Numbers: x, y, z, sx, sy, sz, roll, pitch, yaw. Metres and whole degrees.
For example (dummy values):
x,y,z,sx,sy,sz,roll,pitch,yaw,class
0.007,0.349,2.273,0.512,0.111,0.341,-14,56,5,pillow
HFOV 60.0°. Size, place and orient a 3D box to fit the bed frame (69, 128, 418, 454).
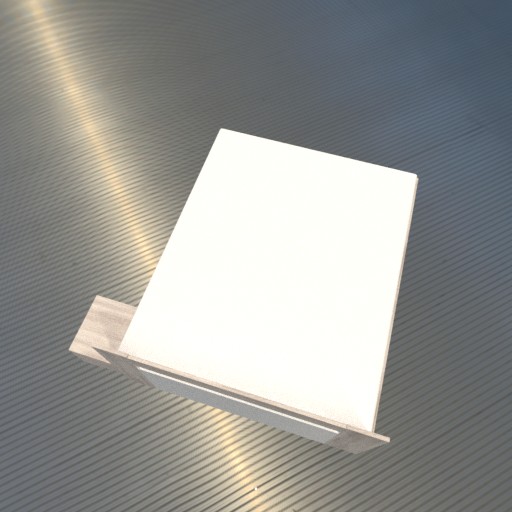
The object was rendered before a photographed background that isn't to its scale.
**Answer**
x,y,z,sx,sy,sz,roll,pitch,yaw,class
0.000,0.000,3.199,2.040,0.860,2.050,15,63,8,bed frame
